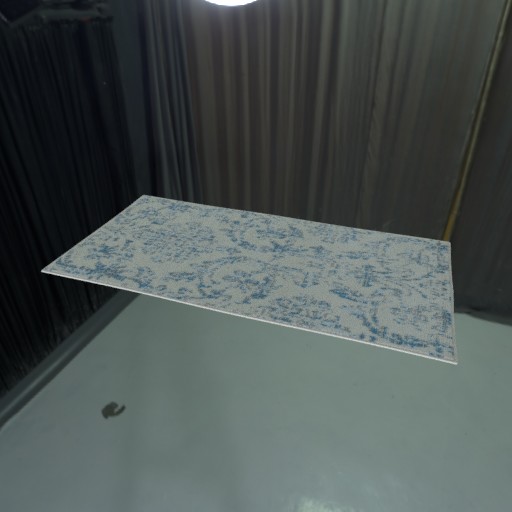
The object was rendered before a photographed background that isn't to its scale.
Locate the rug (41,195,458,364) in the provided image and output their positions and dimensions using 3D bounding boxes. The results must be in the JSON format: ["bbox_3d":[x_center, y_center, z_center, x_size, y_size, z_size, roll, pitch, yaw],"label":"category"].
[{"bbox_3d":[0.000,0.000,1.463,1.220,0.007,0.605,10,34,16],"label":"rug"}]
